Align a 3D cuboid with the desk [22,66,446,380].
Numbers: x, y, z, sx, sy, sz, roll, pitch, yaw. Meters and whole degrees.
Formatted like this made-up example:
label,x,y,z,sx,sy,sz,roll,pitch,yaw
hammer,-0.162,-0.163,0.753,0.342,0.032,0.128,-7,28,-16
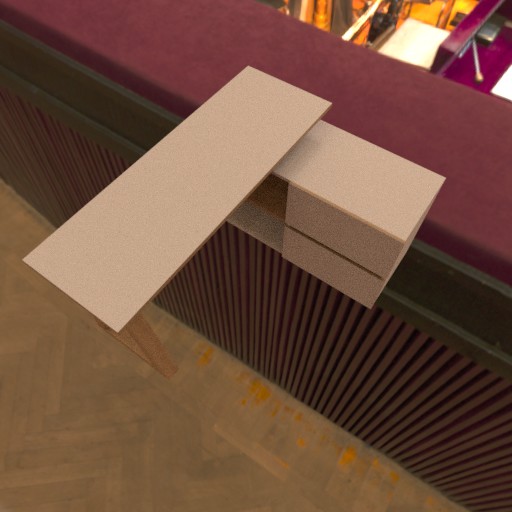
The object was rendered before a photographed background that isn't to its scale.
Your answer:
label,x,y,z,sx,sy,sz,roll,pitch,yaw
desk,0.000,0.000,2.070,1.098,0.755,1.404,31,63,18
